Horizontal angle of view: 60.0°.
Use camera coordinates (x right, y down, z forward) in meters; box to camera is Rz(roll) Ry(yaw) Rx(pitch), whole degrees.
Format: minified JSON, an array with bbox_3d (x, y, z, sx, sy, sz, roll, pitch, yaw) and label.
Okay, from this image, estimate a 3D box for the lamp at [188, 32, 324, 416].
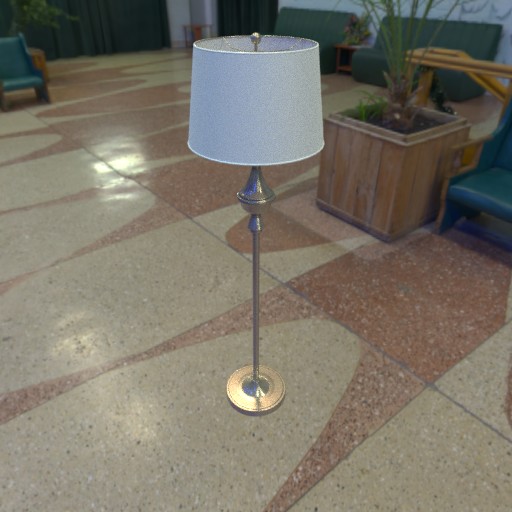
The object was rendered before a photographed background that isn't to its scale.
[{"bbox_3d":[0.000,0.000,1.644,0.431,1.488,0.431,0,33,0],"label":"lamp"}]
